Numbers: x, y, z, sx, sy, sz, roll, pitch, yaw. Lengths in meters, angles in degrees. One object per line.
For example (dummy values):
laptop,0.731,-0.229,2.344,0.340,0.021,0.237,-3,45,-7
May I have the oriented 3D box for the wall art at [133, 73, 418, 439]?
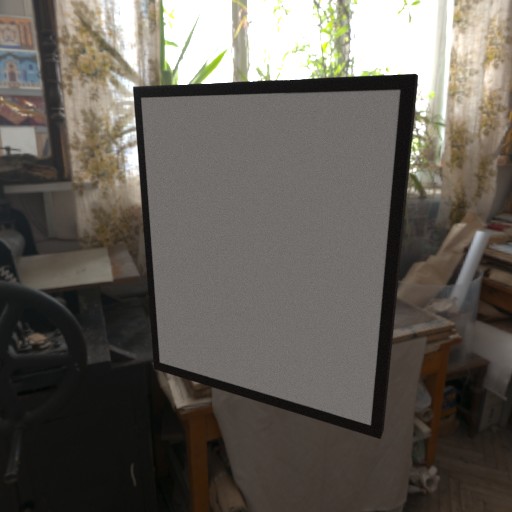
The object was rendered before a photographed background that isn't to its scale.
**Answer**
wall art,0.000,0.000,0.693,0.430,0.509,0.021,8,19,26
